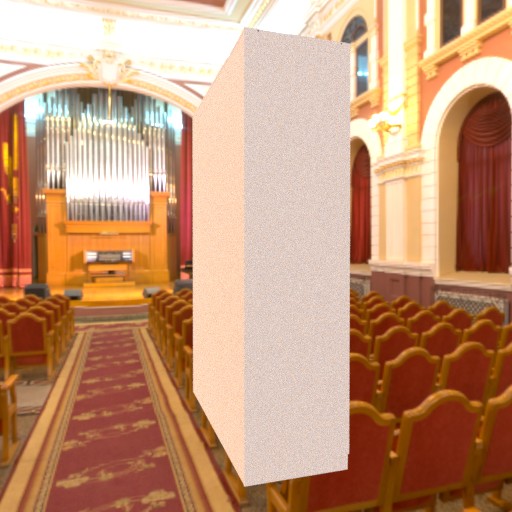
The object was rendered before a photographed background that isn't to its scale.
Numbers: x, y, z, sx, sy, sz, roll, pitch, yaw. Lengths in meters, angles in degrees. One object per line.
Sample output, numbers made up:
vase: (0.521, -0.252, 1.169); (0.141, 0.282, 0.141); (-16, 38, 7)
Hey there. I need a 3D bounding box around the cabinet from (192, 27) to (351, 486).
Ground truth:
cabinet: (0.000, 0.000, 2.533); (0.510, 1.910, 1.290); (0, 1, -18)
